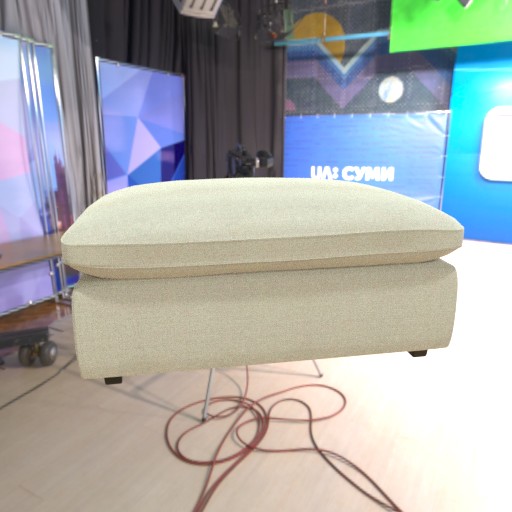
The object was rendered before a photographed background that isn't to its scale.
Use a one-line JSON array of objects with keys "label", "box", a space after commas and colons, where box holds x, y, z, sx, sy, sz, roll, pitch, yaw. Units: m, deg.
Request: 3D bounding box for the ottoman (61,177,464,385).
[{"label": "ottoman", "box": [0.000, 0.000, 1.364, 0.984, 0.453, 0.686, -3, 16, -9]}]
